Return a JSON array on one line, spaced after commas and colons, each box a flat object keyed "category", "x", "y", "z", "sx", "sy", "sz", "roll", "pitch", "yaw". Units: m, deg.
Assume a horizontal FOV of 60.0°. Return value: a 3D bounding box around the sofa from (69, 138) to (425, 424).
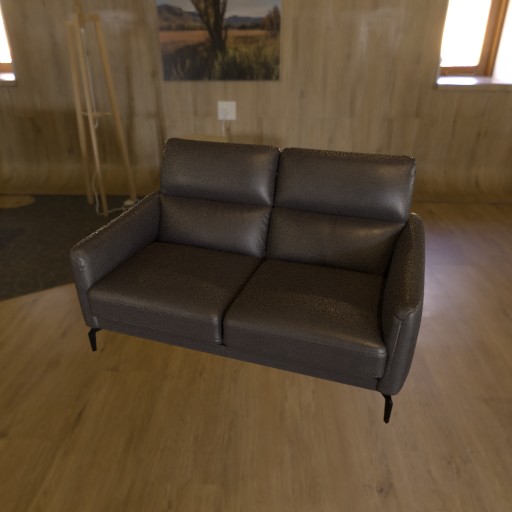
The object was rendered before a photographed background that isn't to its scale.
[{"category": "sofa", "x": 0.000, "y": 0.000, "z": 2.229, "sx": 1.596, "sy": 0.920, "sz": 0.958, "roll": 9, "pitch": 28, "yaw": 17}]
